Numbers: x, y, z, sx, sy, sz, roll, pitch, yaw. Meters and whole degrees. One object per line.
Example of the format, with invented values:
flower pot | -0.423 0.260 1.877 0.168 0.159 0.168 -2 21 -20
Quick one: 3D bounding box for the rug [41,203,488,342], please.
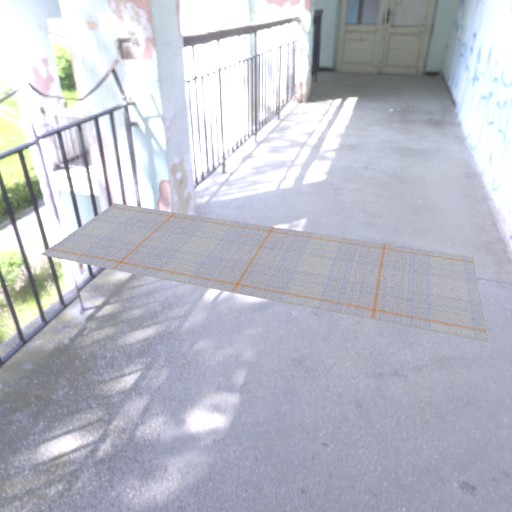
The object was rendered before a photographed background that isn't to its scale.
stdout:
rug | 0.000 0.000 2.622 2.442 0.016 0.770 10 32 15
